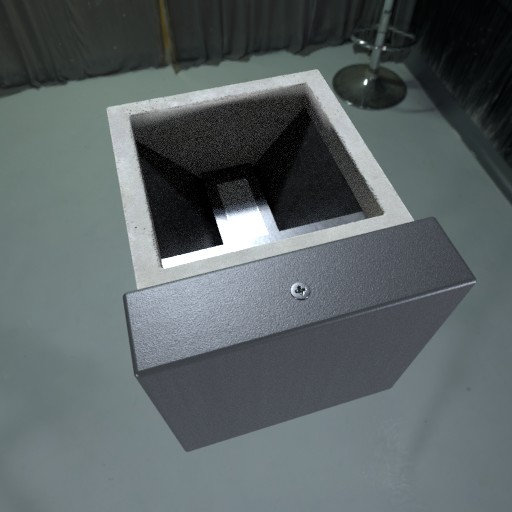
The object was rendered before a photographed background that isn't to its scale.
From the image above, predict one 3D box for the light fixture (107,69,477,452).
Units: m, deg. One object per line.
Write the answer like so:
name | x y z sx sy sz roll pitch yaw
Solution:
light fixture | 0.000 0.000 0.233 0.121 0.121 0.143 -14 57 -9
